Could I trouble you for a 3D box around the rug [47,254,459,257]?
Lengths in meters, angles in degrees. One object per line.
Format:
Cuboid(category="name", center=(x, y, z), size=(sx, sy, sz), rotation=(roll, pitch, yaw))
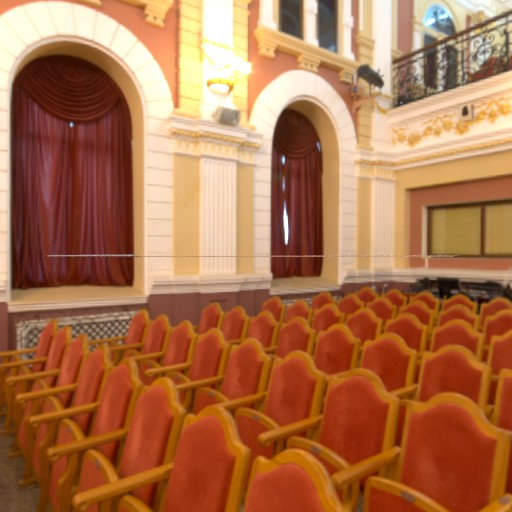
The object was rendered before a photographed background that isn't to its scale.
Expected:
Cuboid(category="rug", center=(0.000, 0.000, 2.966), size=(2.315, 0.010, 1.544), rotation=(0, 0, -36))
